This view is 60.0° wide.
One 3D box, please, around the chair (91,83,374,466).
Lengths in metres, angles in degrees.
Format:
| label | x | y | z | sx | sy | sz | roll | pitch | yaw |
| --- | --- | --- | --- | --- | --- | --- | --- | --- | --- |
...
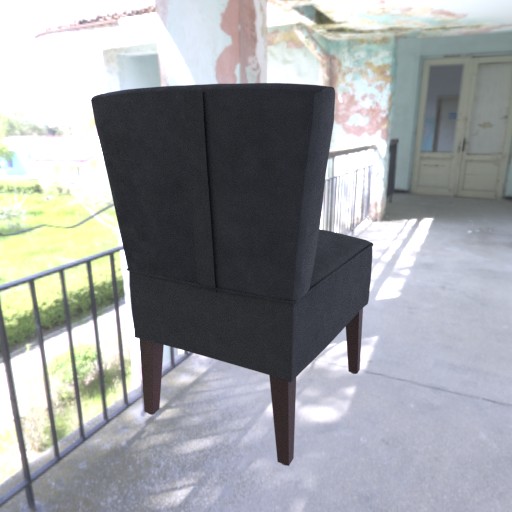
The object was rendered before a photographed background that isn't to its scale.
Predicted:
| label | x | y | z | sx | sy | sz | roll | pitch | yaw |
| --- | --- | --- | --- | --- | --- | --- | --- | --- | --- |
| chair | 0.000 | 0.000 | 1.157 | 0.521 | 0.806 | 0.554 | 9 | 19 | 27 |
